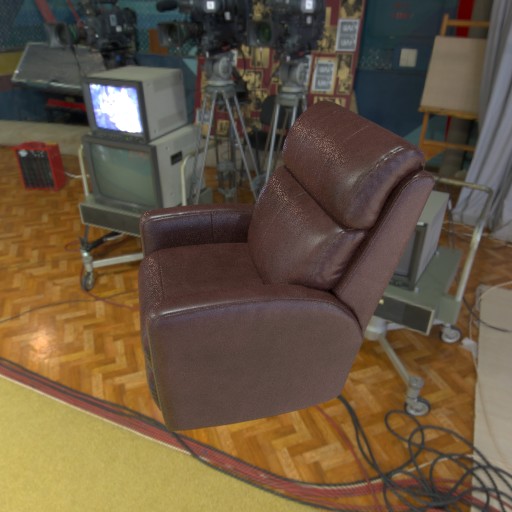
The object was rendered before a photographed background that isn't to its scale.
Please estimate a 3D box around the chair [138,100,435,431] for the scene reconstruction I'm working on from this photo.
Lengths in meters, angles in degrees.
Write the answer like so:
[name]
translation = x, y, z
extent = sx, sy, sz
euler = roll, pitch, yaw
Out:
[chair]
translation = 0.000, 0.000, 1.719
extent = 0.939, 1.016, 0.787
euler = -7, 32, -12
